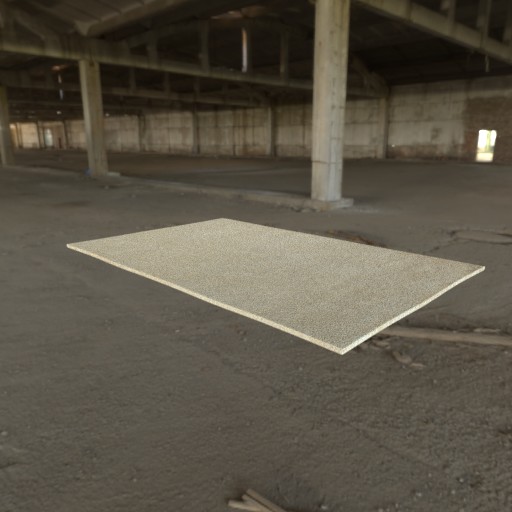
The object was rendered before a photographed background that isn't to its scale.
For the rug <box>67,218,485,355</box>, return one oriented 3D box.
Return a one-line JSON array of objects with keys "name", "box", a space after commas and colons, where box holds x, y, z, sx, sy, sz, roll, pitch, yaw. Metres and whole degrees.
[{"name": "rug", "box": [0.000, 0.000, 2.915, 2.346, 0.025, 1.500, 14, 21, 43]}]
